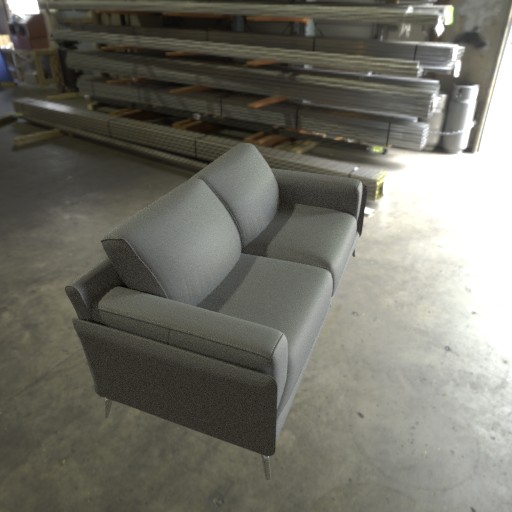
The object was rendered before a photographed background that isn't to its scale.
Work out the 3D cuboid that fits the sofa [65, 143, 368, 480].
[{"bbox_3d":[0.000,0.000,2.628,0.969,0.900,2.100,11,32,18],"label":"sofa"}]
